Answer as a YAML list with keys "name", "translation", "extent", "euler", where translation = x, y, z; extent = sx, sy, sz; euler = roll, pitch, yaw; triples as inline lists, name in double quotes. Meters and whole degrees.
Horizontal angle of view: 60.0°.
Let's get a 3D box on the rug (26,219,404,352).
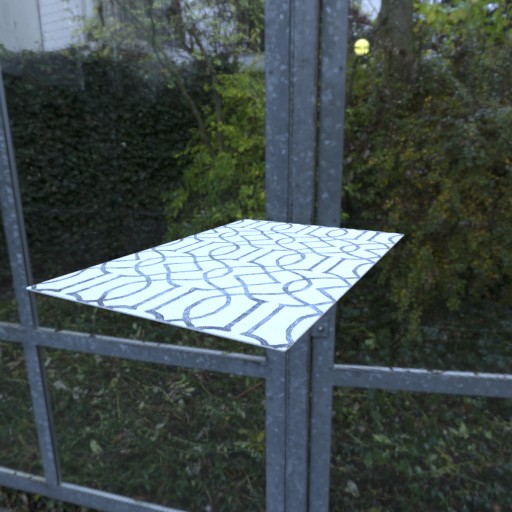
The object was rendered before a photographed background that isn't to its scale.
- name: "rug"
  translation: [0.000, 0.000, 3.016]
  extent: [1.521, 0.017, 2.365]
  euler: [8, 17, 27]
